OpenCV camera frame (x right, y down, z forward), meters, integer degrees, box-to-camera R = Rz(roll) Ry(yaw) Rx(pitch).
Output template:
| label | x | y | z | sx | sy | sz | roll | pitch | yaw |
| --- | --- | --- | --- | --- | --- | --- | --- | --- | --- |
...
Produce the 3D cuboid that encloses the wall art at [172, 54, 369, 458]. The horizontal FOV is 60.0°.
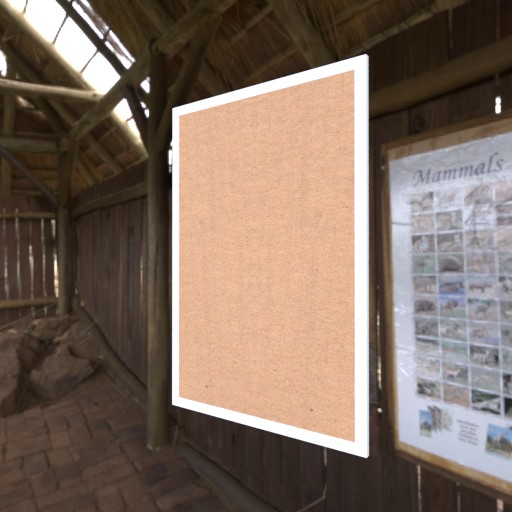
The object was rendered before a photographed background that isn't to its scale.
| label | x | y | z | sx | sy | sz | roll | pitch | yaw |
| --- | --- | --- | --- | --- | --- | --- | --- | --- | --- |
| wall art | 0.000 | 0.000 | 1.258 | 0.660 | 0.965 | 0.015 | 0 | 0 | 36 |
